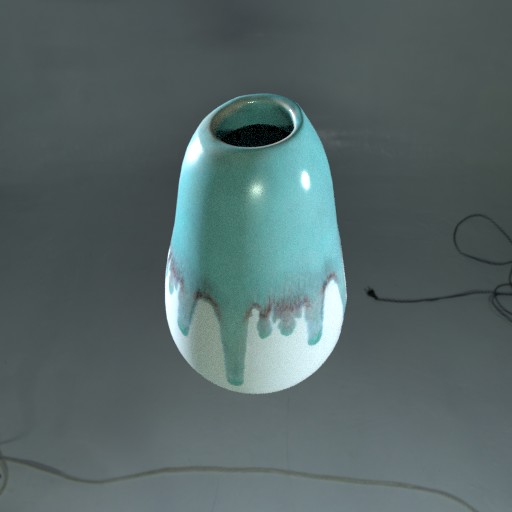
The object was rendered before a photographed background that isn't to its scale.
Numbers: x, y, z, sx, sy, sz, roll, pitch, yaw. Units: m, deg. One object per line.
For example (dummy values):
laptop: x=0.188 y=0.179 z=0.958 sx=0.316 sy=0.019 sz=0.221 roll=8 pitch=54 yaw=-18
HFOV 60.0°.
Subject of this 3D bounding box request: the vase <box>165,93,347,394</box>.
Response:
vase: x=0.000 y=0.000 z=0.260 sx=0.116 sy=0.179 sz=0.116 roll=0 pitch=47 yaw=0
